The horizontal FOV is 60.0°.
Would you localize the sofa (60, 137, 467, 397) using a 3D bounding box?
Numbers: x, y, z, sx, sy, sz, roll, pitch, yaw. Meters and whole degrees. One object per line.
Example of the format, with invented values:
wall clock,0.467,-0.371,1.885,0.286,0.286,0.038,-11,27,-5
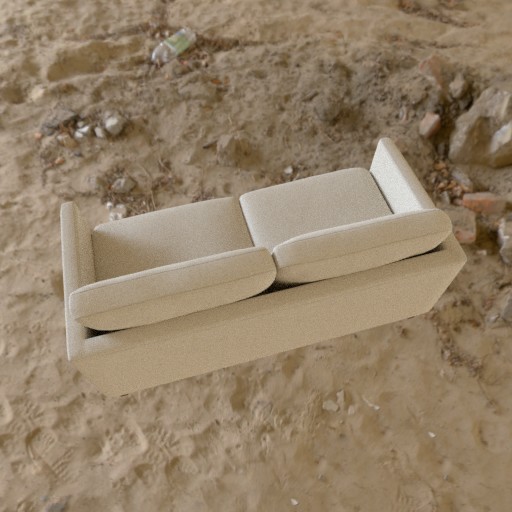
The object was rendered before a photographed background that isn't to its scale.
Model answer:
sofa,0.000,0.000,2.528,1.981,0.889,0.965,-13,58,-8
